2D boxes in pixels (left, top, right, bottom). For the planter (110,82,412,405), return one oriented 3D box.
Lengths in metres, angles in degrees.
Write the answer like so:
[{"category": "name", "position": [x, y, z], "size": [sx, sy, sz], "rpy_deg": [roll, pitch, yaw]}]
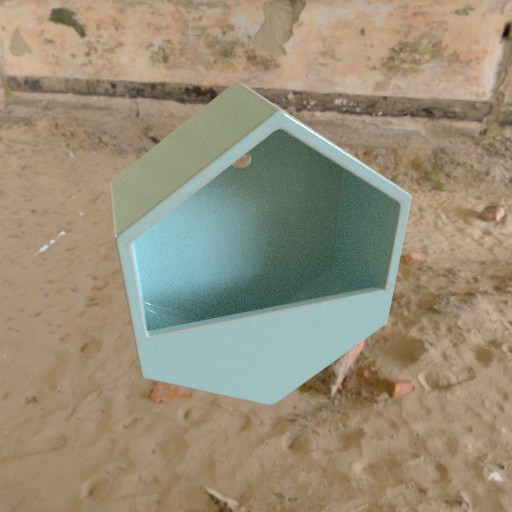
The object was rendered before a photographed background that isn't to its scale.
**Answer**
[{"category": "planter", "position": [0.000, 0.000, 0.295], "size": [0.169, 0.207, 0.078], "rpy_deg": [-9, 33, -15]}]
